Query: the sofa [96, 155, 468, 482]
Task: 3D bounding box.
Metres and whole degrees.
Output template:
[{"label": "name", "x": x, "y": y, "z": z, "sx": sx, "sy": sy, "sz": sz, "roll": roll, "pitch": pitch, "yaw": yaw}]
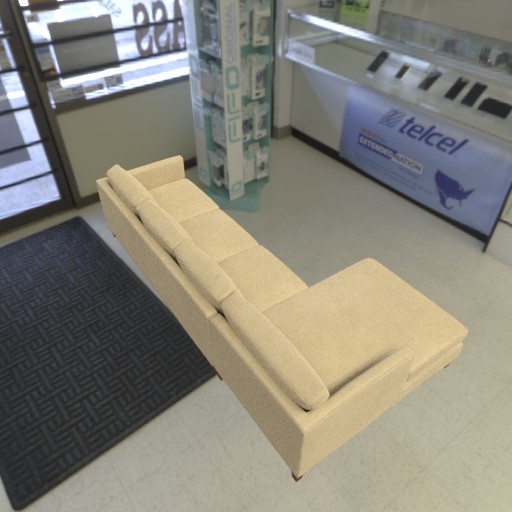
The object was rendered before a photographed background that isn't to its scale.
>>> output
[{"label": "sofa", "x": 0.000, "y": 0.000, "z": 3.867, "sx": 1.625, "sy": 0.846, "sz": 3.186, "roll": -25, "pitch": 47, "yaw": -26}]
